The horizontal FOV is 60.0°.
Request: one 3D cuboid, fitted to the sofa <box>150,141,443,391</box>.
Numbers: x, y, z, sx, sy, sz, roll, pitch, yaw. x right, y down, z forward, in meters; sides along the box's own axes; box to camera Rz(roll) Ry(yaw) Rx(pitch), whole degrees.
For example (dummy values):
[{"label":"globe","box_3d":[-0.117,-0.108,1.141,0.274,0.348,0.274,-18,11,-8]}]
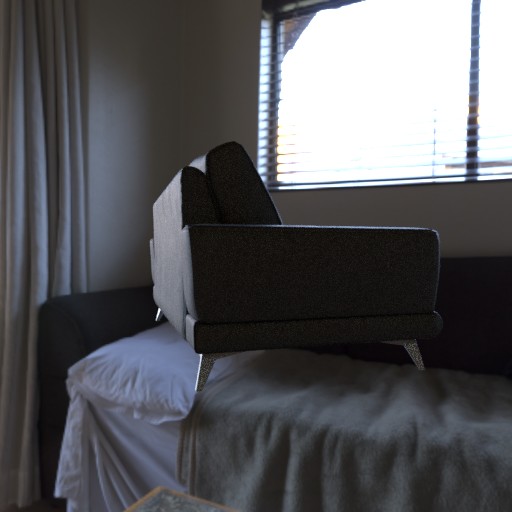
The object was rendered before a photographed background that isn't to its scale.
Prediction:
[{"label":"sofa","box_3d":[0.000,0.000,2.425,1.018,0.907,1.806,0,1,-17]}]
